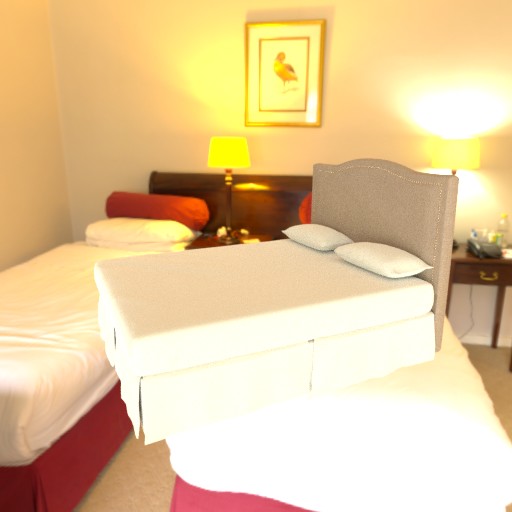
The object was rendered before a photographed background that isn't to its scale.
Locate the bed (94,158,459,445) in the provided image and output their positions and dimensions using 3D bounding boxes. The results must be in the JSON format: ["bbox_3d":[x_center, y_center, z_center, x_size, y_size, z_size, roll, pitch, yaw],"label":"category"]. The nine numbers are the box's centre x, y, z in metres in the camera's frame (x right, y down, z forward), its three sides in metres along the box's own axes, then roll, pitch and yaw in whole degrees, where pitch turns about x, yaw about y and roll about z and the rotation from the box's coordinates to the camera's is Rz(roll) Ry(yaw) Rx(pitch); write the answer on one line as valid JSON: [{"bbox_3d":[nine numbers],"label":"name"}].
[{"bbox_3d":[0.000,0.000,3.437,2.282,1.436,1.821,-7,16,-25],"label":"bed"}]
